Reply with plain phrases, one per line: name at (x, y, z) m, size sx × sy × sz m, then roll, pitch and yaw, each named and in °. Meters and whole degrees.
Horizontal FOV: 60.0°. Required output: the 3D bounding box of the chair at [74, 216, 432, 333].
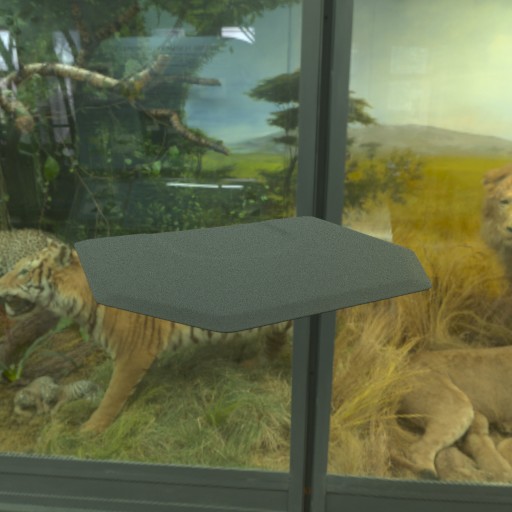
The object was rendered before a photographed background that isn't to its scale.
chair at (0.000, 0.000, 1.908) m, size 1.372 × 0.024 × 1.219 m, roll -8°, pitch 19°, yaw -25°
